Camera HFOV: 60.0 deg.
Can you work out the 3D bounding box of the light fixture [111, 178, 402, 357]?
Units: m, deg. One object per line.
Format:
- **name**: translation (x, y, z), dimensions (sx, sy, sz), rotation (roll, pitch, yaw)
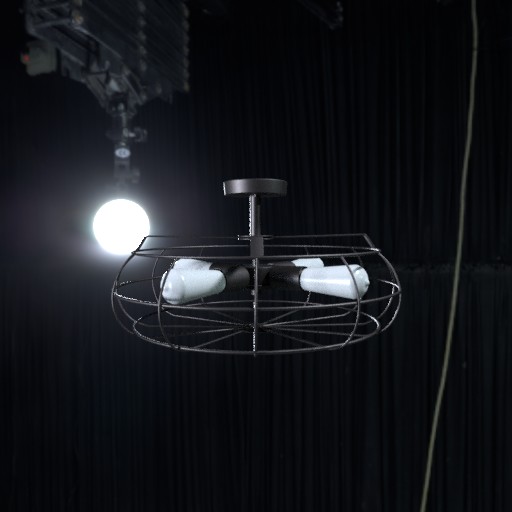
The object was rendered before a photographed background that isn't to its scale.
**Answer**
- **light fixture**: translation (0.000, 0.000, 0.931), dimensions (0.582, 0.311, 0.582), rotation (0, 2, 0)
